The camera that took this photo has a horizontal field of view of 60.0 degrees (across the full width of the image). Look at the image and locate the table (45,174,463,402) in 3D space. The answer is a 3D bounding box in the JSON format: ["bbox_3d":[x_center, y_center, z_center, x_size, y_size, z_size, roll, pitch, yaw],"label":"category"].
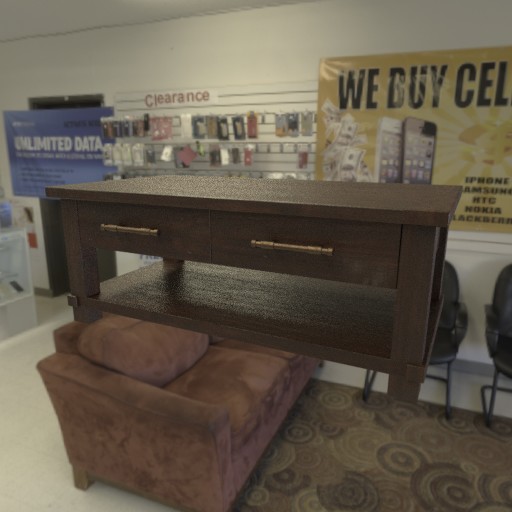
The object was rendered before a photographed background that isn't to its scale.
[{"bbox_3d":[0.000,0.000,1.581,1.270,0.494,0.700,7,16,25],"label":"table"}]
